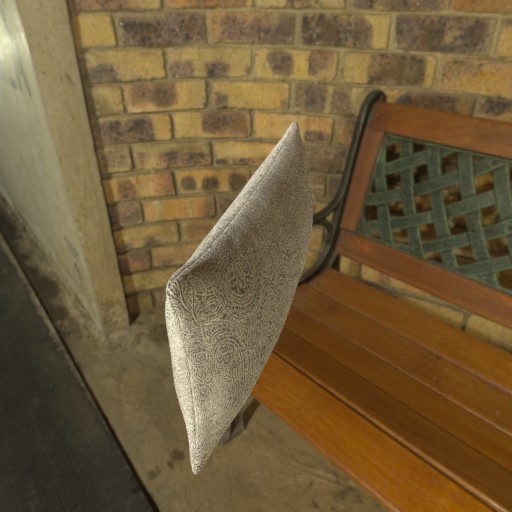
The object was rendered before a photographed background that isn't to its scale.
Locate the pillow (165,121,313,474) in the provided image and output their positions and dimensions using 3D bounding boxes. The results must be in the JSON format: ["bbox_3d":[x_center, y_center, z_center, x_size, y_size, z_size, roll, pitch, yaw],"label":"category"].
[{"bbox_3d":[0.000,0.000,0.734,0.151,0.295,0.615,8,32,13],"label":"pillow"}]
